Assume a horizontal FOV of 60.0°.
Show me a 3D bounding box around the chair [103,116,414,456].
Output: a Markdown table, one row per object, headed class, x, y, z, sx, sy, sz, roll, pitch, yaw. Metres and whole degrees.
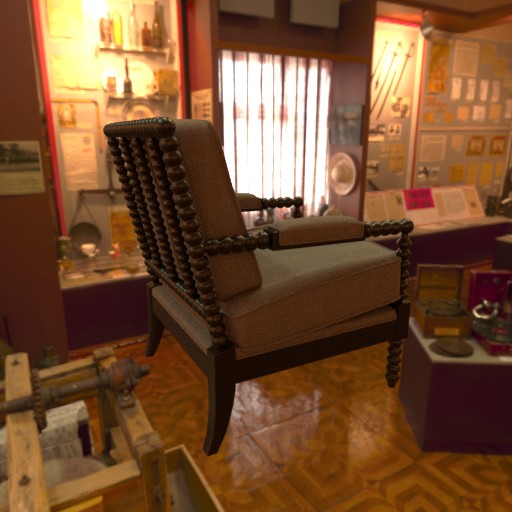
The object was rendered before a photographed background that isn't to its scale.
| class | x | y | z | sx | sy | sz | roll | pitch | yaw |
| --- | --- | --- | --- | --- | --- | --- | --- | --- | --- |
| chair | 0.000 | 0.000 | 1.135 | 0.622 | 0.661 | 0.540 | -8 | 17 | -27 |
